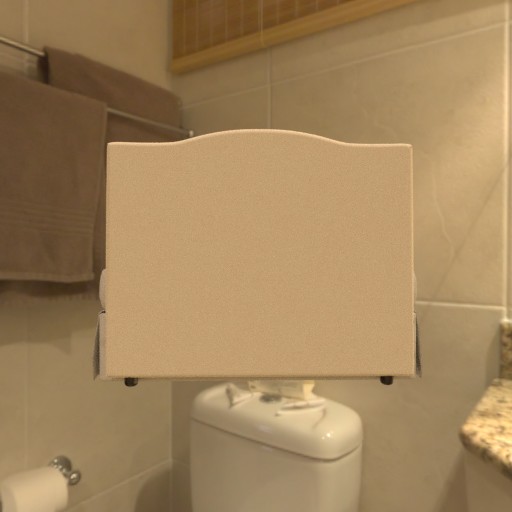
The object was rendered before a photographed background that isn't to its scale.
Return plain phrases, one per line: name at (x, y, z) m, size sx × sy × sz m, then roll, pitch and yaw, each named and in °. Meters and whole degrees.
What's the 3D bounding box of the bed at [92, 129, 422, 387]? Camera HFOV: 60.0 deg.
bed at (0.000, 0.000, 3.680) m, size 1.977 × 1.437 × 2.477 m, roll 0°, pitch 1°, yaw -1°
